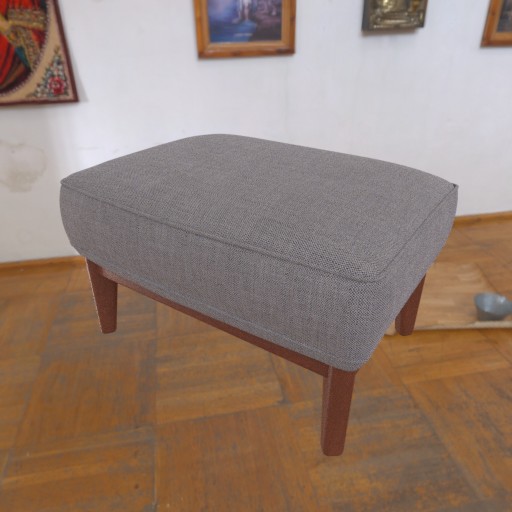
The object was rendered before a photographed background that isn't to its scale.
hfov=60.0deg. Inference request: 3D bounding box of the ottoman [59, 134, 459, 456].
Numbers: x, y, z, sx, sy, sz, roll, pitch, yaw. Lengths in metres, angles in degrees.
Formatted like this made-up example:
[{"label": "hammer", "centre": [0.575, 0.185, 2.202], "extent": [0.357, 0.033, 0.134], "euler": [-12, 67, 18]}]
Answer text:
[{"label": "ottoman", "centre": [0.000, 0.000, 1.048], "extent": [0.750, 0.458, 0.555], "euler": [18, 34, 29]}]
